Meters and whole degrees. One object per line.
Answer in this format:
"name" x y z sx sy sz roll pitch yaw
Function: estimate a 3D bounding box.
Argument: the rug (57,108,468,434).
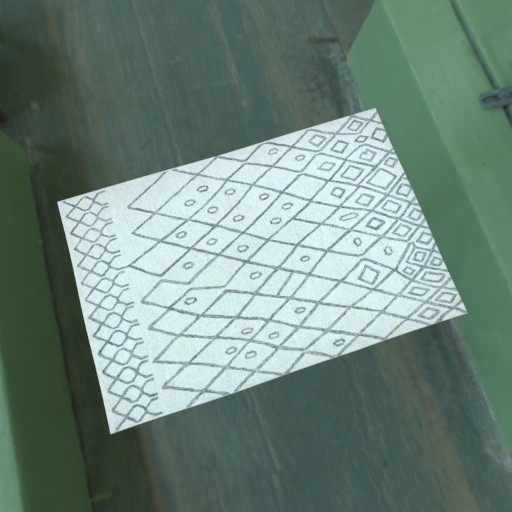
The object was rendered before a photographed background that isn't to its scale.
"rug" 0.000 0.000 2.288 1.828 0.015 1.222 -18 76 -5
